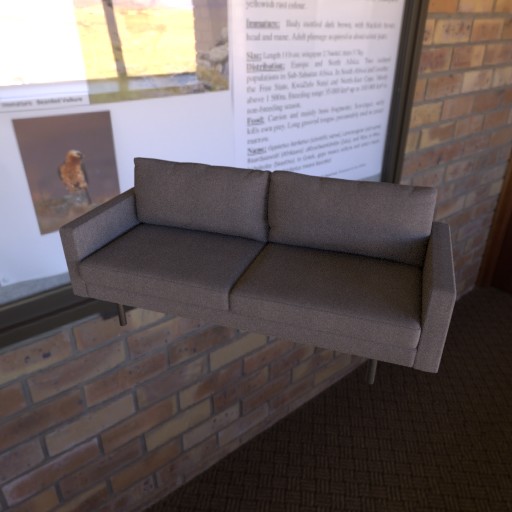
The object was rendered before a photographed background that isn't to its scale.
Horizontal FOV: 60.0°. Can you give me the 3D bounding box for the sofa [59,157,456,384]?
[{"bbox_3d":[0.000,0.000,2.622,2.100,0.880,0.880,9,29,17],"label":"sofa"}]
